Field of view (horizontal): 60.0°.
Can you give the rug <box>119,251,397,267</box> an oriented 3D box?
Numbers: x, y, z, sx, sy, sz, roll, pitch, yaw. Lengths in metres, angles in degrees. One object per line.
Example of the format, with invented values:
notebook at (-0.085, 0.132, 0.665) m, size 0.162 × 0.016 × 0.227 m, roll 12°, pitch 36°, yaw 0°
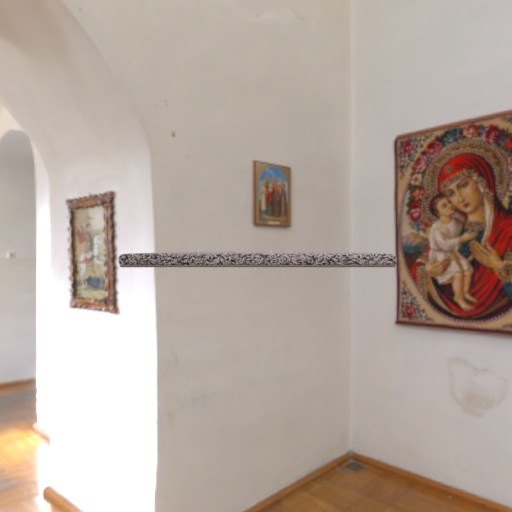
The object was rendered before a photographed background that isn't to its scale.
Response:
rug at (0.000, 0.000, 1.718) m, size 0.609 × 0.030 × 1.524 m, roll 0°, pitch 1°, yaw 0°
